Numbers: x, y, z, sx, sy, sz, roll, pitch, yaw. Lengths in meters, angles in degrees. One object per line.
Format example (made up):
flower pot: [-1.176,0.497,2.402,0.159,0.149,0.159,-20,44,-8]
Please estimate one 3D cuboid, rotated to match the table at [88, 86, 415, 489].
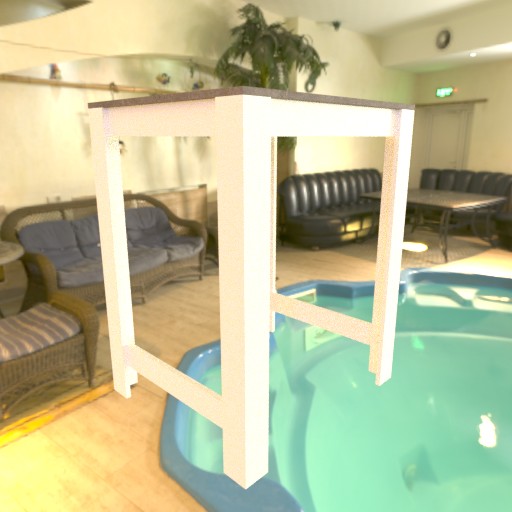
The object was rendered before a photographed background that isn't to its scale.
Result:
table: [0.000,0.000,1.568,0.700,1.020,0.800,14,21,42]
